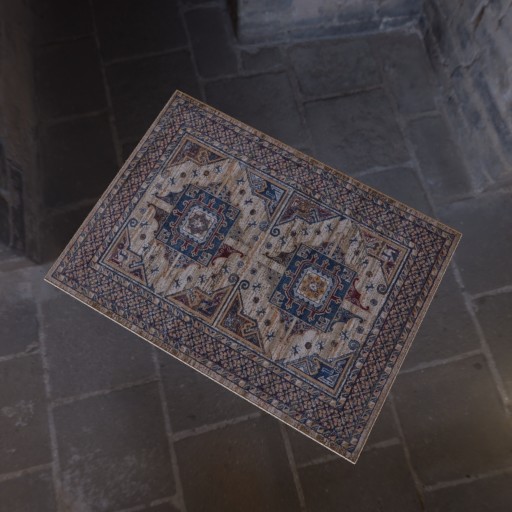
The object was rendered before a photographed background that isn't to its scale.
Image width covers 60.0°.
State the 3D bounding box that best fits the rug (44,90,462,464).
[{"bbox_3d":[0.000,0.000,2.891,2.227,0.008,1.611,29,77,7],"label":"rug"}]
